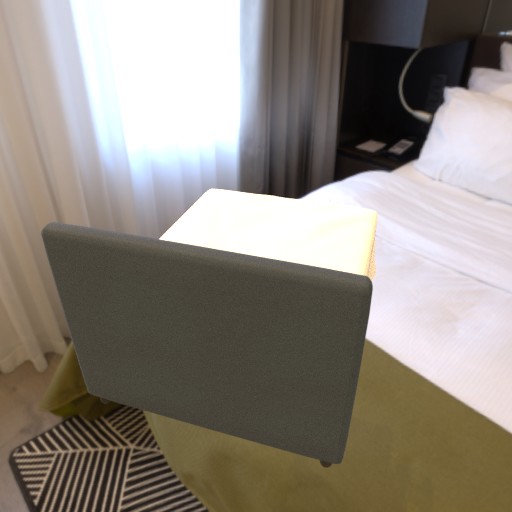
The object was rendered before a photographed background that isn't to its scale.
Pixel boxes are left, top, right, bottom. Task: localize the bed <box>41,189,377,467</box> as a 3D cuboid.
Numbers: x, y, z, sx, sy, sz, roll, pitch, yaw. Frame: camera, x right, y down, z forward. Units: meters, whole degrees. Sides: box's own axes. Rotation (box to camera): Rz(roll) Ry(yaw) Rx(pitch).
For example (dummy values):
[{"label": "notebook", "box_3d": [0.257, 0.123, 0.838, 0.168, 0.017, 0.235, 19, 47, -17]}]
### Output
[{"label": "bed", "box_3d": [0.000, 0.000, 3.218, 1.713, 1.330, 2.162, 10, 34, 15]}]
